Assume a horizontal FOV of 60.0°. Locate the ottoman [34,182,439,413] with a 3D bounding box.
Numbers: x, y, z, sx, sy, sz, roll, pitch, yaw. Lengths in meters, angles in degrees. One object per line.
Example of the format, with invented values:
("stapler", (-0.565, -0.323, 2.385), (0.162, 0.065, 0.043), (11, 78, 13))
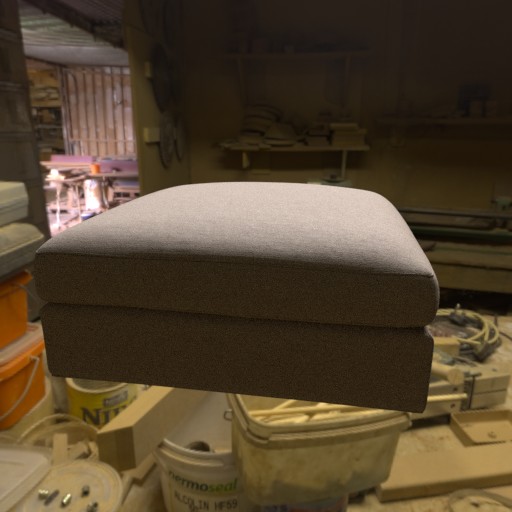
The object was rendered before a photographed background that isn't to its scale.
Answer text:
("ottoman", (0.000, 0.000, 1.579), (1.041, 0.470, 1.041), (3, 17, 9))
